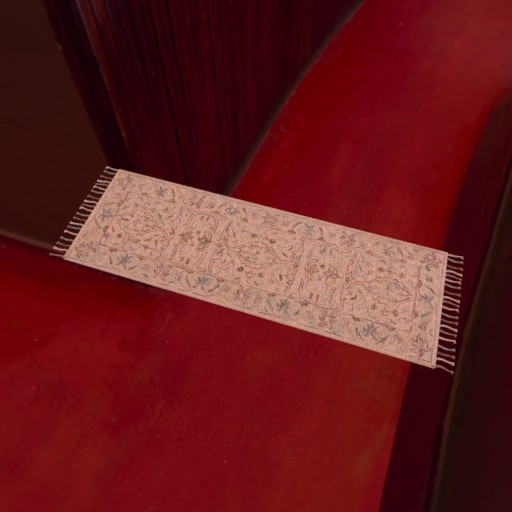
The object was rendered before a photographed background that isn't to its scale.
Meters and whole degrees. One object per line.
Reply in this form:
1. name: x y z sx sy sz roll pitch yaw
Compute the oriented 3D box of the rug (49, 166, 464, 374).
1. rug: 0.000 0.000 2.728 2.440 0.013 0.769 15 60 9
